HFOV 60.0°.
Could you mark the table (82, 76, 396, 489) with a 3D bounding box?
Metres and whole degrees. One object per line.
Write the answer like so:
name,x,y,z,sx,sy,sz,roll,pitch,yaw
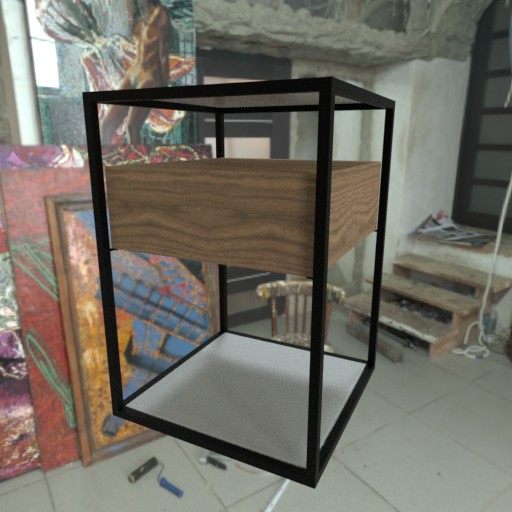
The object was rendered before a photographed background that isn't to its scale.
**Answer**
table,0.000,0.000,0.796,0.378,0.540,0.378,7,17,26
